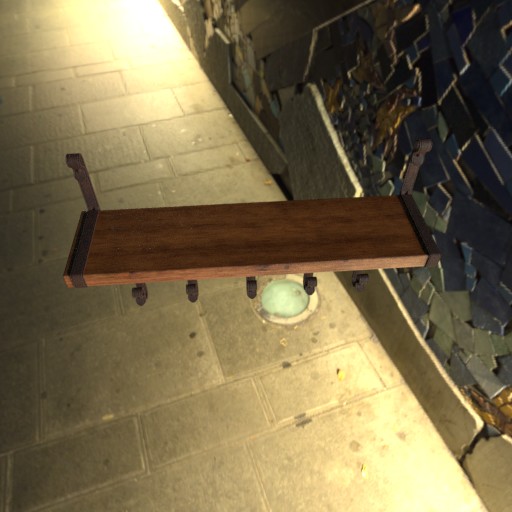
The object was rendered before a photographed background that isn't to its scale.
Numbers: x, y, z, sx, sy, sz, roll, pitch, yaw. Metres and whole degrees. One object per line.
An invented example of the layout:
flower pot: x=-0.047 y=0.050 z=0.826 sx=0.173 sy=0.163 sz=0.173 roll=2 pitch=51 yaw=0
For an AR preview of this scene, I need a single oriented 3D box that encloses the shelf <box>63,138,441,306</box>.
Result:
shelf: x=0.000 y=0.000 z=0.721 sx=0.567 sy=0.330 sz=0.146 roll=-3 pitch=47 yaw=-3
